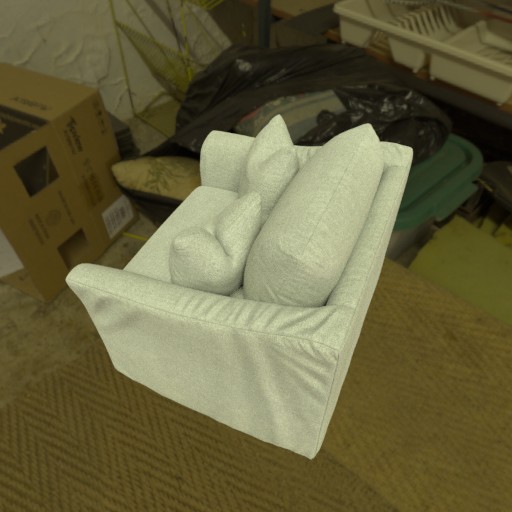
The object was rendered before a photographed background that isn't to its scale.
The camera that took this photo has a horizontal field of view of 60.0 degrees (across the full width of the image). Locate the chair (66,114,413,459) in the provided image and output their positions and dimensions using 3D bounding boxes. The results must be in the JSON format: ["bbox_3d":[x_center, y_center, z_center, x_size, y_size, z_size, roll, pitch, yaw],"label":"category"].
[{"bbox_3d":[0.000,0.000,2.029,1.071,1.059,1.194,18,48,17],"label":"chair"}]
